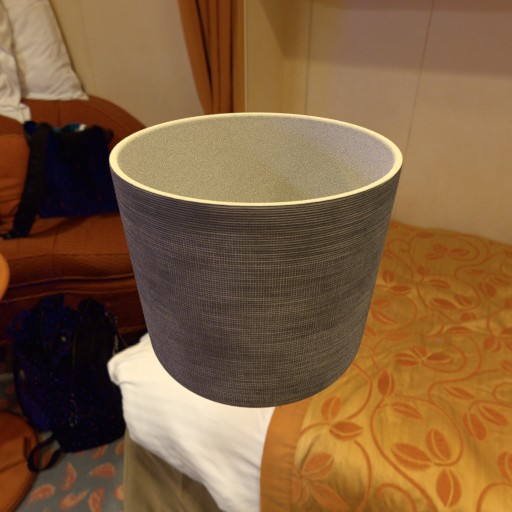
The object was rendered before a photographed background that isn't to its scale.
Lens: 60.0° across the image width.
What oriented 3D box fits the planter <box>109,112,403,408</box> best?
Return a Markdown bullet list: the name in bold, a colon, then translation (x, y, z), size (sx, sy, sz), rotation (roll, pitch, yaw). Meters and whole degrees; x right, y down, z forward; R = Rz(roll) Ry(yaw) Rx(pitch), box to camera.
- **planter**: translation (0.000, 0.000, 0.791), size (0.440, 0.398, 0.440), rotation (0, 31, 0)
